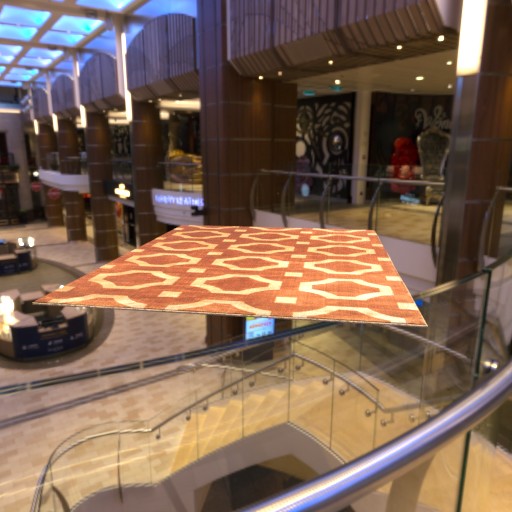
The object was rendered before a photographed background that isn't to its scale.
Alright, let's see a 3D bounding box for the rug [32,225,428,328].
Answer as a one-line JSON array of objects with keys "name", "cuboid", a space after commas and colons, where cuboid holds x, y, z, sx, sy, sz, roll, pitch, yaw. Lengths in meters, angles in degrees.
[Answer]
[{"name": "rug", "cuboid": [0.000, 0.000, 4.158, 2.466, 0.021, 3.049, 2, 14, 9]}]
